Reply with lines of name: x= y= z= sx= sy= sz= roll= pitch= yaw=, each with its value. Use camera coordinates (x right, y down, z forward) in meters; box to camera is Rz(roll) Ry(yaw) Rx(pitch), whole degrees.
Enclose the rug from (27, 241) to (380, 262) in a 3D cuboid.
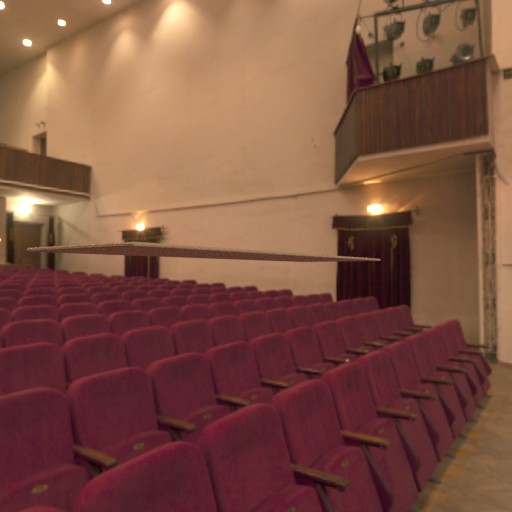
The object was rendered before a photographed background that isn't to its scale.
rug: x=0.000 y=0.000 z=2.538 sx=0.659 sy=0.019 sz=2.297 roll=-1 pitch=-3 yaw=35
